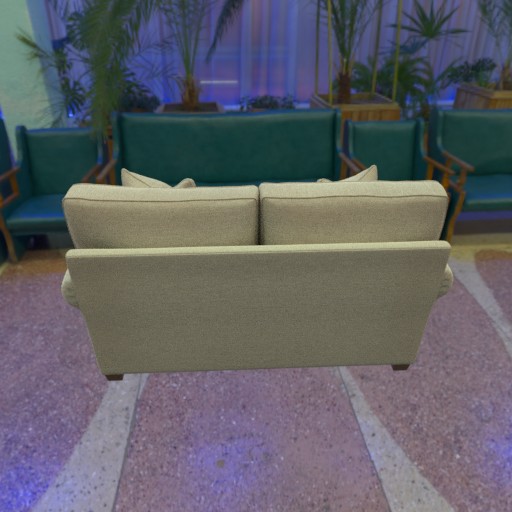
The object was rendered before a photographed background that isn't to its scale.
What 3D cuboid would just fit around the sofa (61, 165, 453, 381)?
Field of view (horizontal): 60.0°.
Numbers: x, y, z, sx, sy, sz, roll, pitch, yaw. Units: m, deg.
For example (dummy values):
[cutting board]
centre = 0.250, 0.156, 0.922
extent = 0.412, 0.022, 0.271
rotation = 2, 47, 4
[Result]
[sofa]
centre = 0.000, 0.000, 2.294
extent = 1.701, 0.966, 0.966
rotation = -1, 30, -2
